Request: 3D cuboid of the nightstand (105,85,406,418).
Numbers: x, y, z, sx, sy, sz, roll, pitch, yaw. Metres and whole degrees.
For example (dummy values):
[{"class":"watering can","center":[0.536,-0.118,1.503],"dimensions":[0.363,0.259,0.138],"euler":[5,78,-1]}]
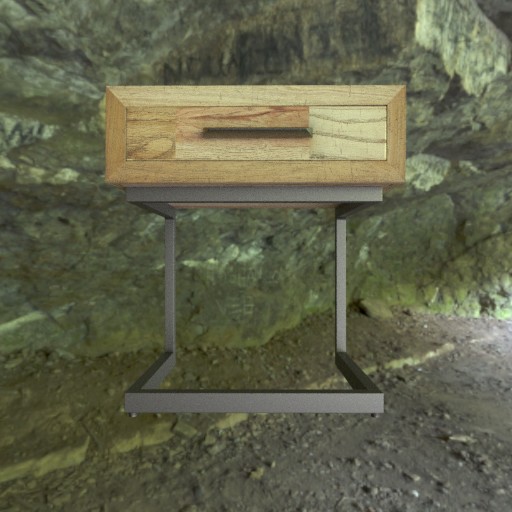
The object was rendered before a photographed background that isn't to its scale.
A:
[{"class":"nightstand","center":[0.000,0.000,1.024],"dimensions":[0.558,0.632,0.481],"euler":[0,0,0]}]
